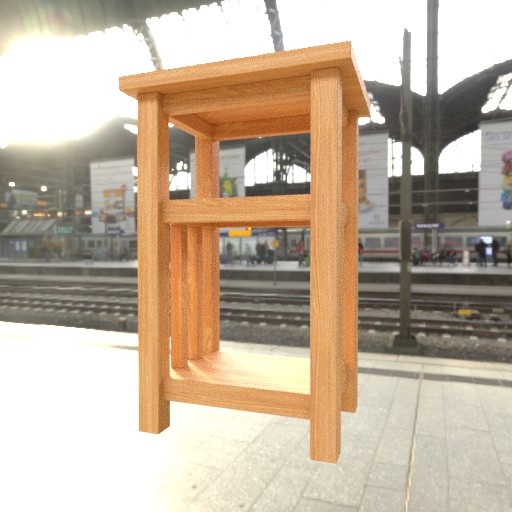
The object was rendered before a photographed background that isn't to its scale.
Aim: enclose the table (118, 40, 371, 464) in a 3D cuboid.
[{"bbox_3d":[0.000,0.000,0.746,0.350,0.550,0.270,0,1,20],"label":"table"}]
